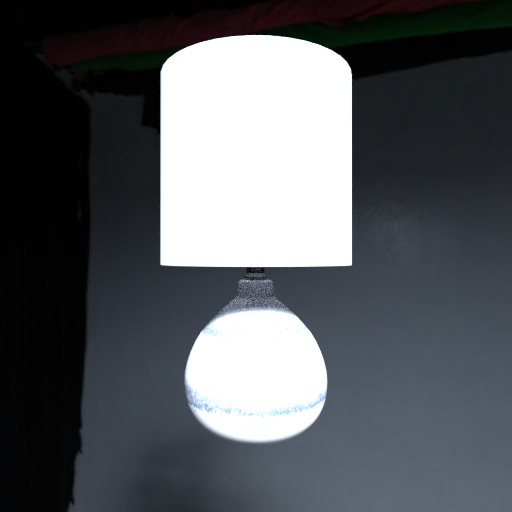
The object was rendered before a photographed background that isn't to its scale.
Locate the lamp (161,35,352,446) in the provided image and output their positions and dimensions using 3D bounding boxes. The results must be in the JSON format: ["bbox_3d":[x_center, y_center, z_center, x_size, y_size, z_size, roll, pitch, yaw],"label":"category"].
[{"bbox_3d":[0.000,0.000,0.514,0.216,0.404,0.216,0,0,17],"label":"lamp"}]
